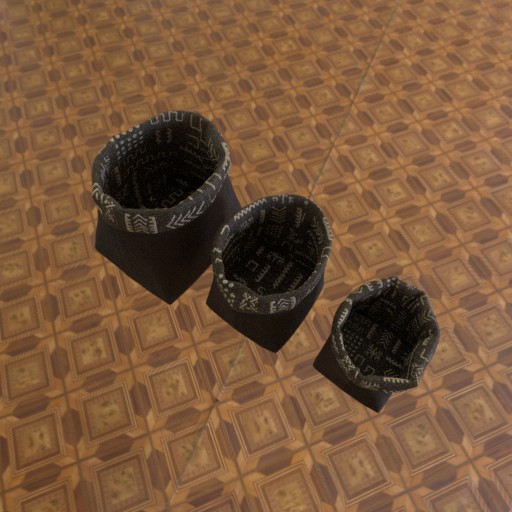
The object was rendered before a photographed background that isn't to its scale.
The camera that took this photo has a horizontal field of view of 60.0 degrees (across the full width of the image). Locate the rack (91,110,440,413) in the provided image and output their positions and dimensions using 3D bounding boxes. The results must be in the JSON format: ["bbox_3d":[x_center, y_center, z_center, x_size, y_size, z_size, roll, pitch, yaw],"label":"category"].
[{"bbox_3d":[0.000,0.000,1.085,0.905,0.323,0.379,32,64,18],"label":"rack"}]
